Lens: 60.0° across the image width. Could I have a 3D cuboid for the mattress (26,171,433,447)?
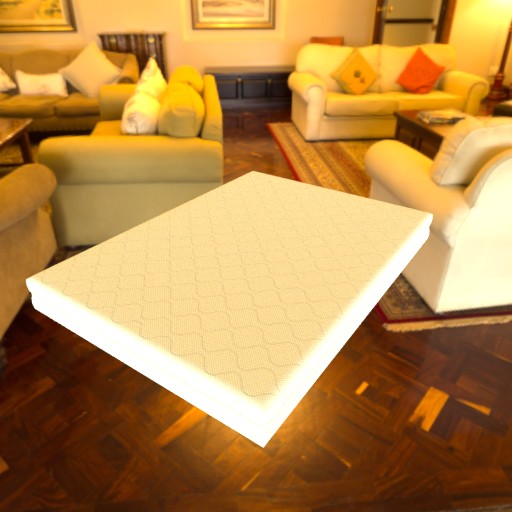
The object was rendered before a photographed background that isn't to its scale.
[{"bbox_3d":[0.000,0.000,2.508,1.400,0.200,1.900,19,35,30],"label":"mattress"}]
